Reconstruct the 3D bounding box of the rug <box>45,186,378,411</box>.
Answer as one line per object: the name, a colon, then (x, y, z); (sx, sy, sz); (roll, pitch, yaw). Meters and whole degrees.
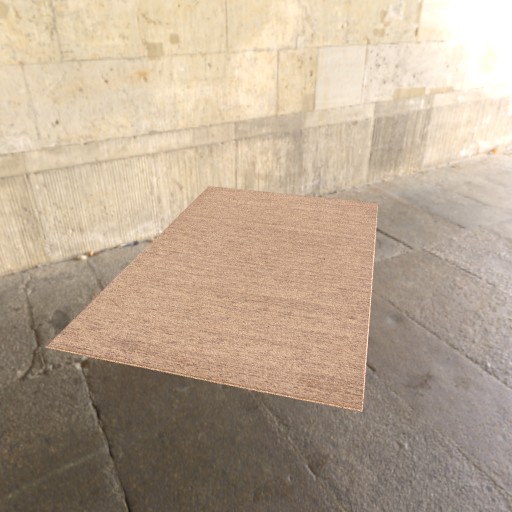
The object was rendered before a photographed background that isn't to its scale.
rug: (0.000, 0.000, 2.381); (1.225, 0.013, 1.840); (8, 30, 13)
